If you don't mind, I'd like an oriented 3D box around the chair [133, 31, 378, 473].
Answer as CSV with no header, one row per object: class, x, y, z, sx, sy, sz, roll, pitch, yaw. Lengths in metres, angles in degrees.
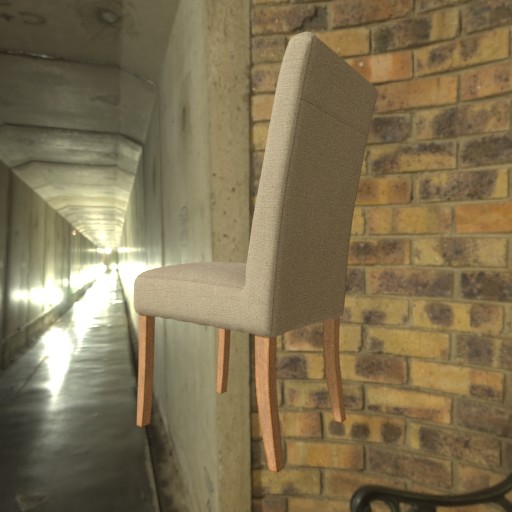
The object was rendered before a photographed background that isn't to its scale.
chair,0.000,0.000,1.338,0.611,1.033,0.450,1,1,35
